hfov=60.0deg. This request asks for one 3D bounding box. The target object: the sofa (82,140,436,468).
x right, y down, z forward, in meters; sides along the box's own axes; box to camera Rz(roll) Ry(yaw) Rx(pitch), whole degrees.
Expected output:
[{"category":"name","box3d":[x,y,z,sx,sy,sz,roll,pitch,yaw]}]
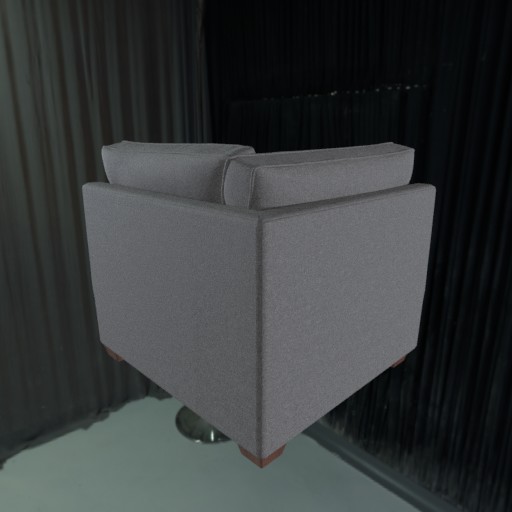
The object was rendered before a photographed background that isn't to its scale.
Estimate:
[{"category":"sofa","box3d":[0.000,0.000,1.995,1.084,1.002,1.146,-15,22,-42]}]
